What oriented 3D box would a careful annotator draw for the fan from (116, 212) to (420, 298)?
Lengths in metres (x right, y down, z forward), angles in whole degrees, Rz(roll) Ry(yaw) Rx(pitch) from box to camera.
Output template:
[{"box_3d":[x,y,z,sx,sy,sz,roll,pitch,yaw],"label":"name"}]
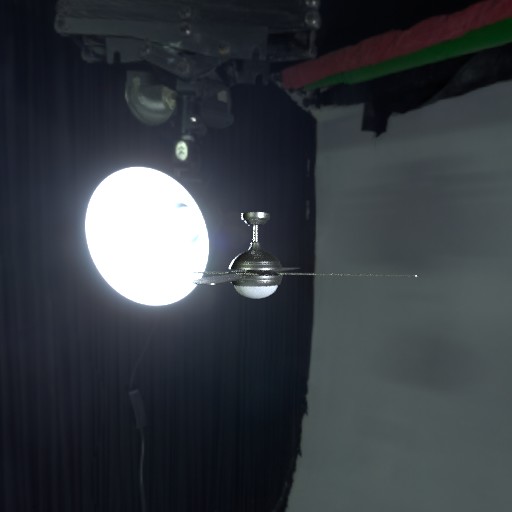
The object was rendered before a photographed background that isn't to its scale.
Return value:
[{"box_3d":[0.000,0.000,1.988,1.321,0.381,1.321,0,1,37],"label":"fan"}]
